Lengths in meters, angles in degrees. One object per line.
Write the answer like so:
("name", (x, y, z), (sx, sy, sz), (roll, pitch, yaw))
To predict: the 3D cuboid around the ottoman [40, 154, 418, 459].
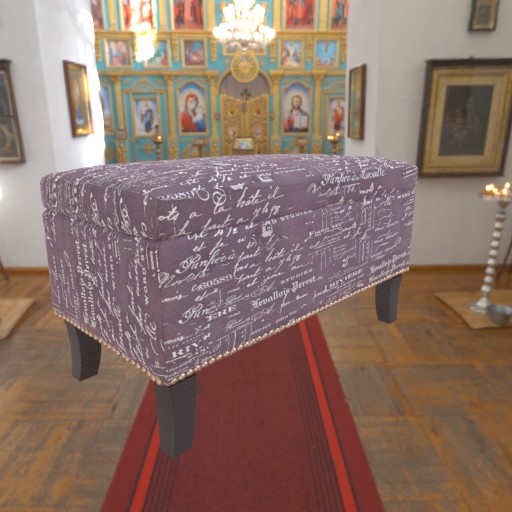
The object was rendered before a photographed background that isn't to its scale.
("ottoman", (0.000, 0.000, 1.043), (0.406, 0.457, 0.813), (15, 21, 42))
